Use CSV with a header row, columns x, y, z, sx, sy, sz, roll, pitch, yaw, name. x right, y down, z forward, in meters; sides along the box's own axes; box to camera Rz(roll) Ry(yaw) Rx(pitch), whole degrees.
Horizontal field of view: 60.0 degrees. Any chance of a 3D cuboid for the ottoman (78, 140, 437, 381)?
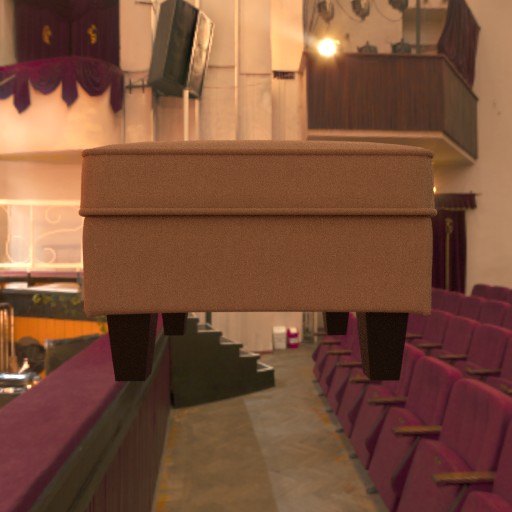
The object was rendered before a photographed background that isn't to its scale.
x,y,z,sx,sy,sz,roll,pitch,yaw,name
0.000,0.000,1.024,0.613,0.438,0.616,0,0,-1,ottoman
